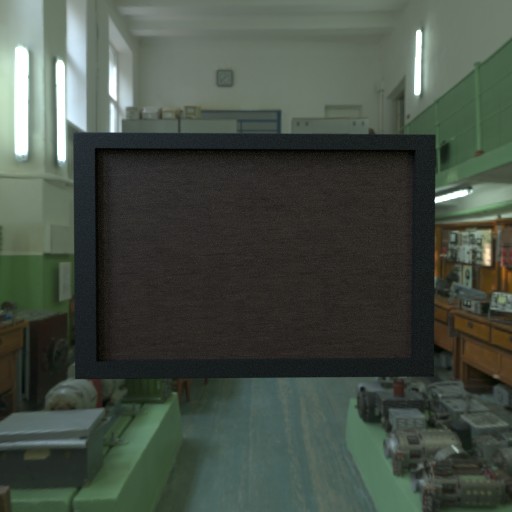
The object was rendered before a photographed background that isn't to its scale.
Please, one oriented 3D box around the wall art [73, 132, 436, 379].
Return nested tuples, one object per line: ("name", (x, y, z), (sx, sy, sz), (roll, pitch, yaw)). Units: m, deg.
("wall art", (0.000, 0.000, 0.849), (0.671, 0.456, 0.051), (0, 1, -1))
